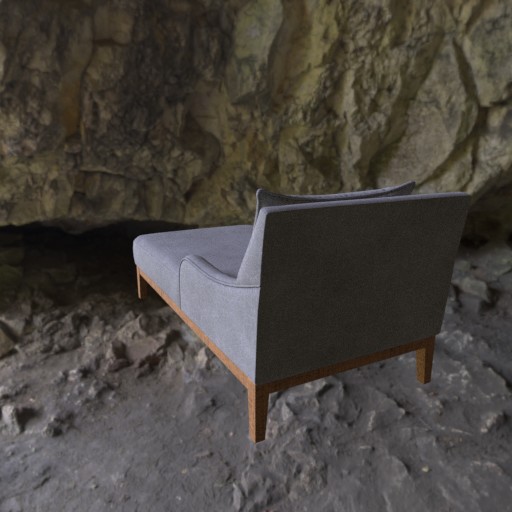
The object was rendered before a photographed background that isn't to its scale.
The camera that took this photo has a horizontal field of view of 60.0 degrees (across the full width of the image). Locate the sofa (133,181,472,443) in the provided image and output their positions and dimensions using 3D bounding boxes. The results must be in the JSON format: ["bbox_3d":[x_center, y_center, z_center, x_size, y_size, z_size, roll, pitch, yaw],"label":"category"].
[{"bbox_3d":[0.000,0.000,2.299,0.894,0.859,1.779,-8,17,-27],"label":"sofa"}]
